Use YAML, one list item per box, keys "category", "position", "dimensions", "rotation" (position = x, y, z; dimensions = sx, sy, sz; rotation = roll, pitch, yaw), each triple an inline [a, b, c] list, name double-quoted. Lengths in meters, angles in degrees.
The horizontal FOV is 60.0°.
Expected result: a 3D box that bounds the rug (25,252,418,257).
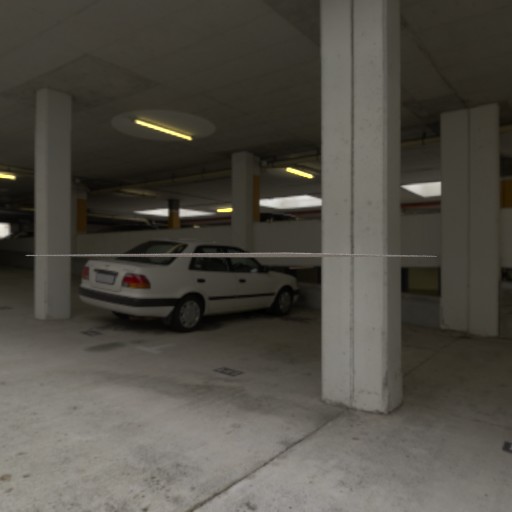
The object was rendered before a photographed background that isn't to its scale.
- category: "rug"
  position: [0.000, 0.000, 3.950]
  dimensions: [2.391, 0.005, 2.880]
  rotation: [0, -1, 35]
